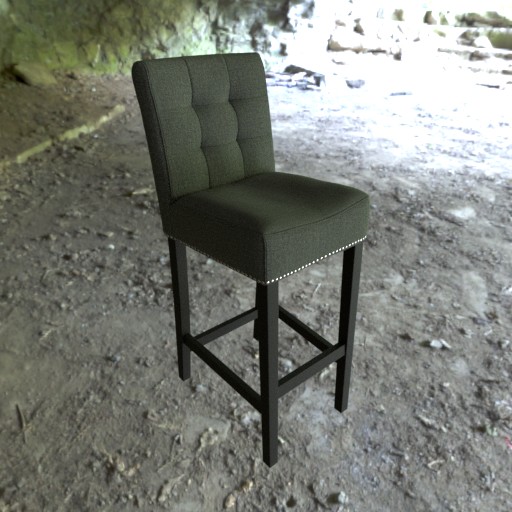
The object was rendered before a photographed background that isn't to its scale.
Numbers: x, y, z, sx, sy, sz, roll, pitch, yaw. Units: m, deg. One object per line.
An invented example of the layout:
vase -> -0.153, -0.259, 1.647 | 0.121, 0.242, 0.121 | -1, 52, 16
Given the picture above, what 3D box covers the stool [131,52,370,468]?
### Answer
stool -> 0.000, 0.000, 1.302 | 0.411, 1.047, 0.548 | -22, 36, -34
